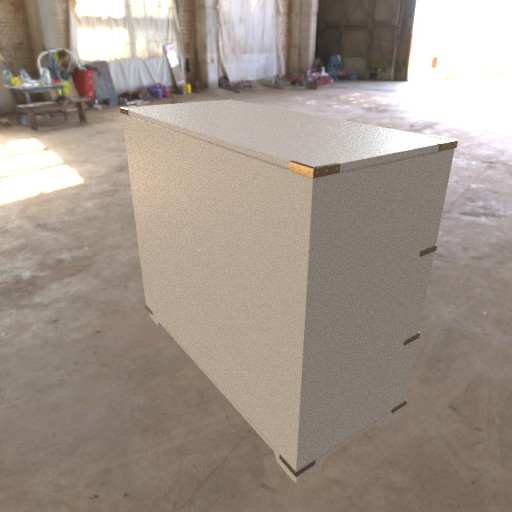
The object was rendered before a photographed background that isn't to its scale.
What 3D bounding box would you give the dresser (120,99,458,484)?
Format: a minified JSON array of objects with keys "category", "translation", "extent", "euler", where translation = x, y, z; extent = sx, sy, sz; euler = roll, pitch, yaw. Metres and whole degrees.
[{"category":"dresser","translation":[0.000,0.000,1.506],"extent":[0.460,0.891,1.022],"euler":[-17,31,-31]}]
